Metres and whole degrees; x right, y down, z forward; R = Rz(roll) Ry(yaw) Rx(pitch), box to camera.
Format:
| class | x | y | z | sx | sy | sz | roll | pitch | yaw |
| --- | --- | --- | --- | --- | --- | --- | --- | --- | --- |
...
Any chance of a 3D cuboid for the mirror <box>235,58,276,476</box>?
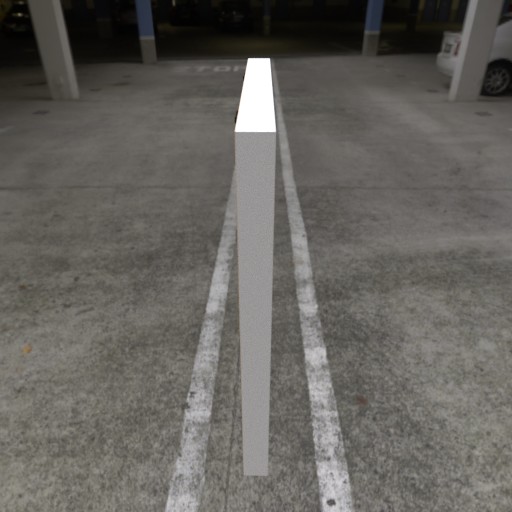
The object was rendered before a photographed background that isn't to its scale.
| class | x | y | z | sx | sy | sz | roll | pitch | yaw |
| --- | --- | --- | --- | --- | --- | --- | --- | --- | --- |
| mirror | 0.000 | 0.000 | 0.687 | 0.041 | 0.508 | 0.405 | 0 | 32 | 1 |
